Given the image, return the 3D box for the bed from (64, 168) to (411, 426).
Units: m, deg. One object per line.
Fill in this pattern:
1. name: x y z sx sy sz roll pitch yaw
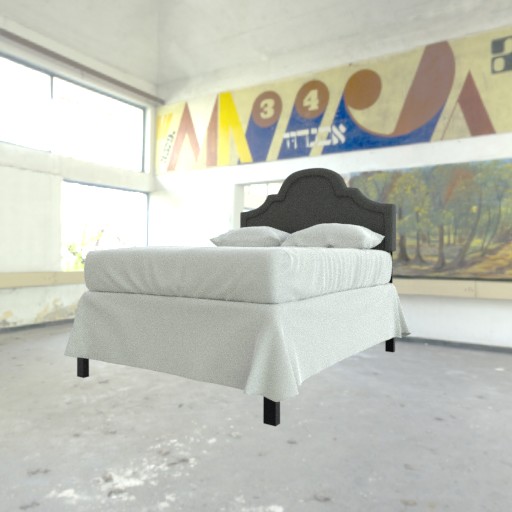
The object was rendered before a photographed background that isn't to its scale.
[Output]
1. bed: 0.000 0.000 3.391 1.780 1.634 2.222 0 0 34
